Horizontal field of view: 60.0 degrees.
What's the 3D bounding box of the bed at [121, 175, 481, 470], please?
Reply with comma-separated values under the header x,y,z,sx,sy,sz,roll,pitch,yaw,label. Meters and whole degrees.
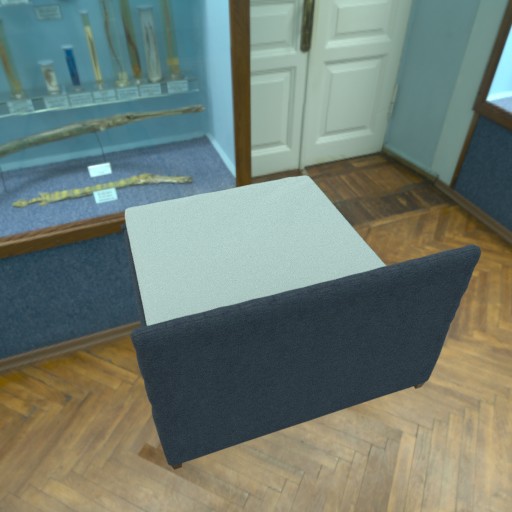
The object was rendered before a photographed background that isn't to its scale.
x,y,z,sx,sy,sz,roll,pitch,yaw,label
0.000,0.000,3.665,2.078,1.427,2.387,-13,43,-14,bed
